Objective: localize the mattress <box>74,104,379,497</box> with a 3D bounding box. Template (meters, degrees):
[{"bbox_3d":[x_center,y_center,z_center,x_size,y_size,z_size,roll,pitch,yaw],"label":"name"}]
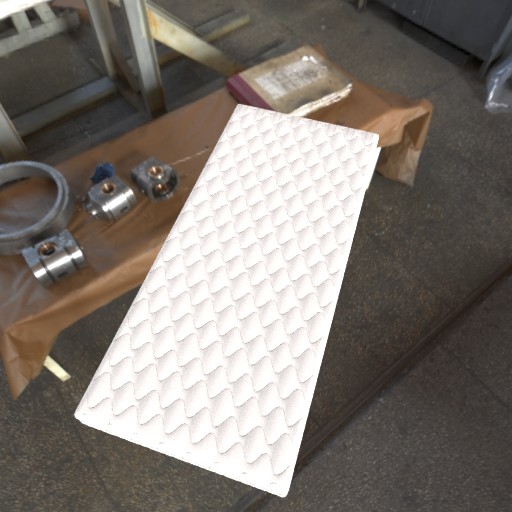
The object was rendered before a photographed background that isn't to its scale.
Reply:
[{"bbox_3d":[0.000,0.000,2.273,0.900,0.200,2.000,15,59,10],"label":"mattress"}]
